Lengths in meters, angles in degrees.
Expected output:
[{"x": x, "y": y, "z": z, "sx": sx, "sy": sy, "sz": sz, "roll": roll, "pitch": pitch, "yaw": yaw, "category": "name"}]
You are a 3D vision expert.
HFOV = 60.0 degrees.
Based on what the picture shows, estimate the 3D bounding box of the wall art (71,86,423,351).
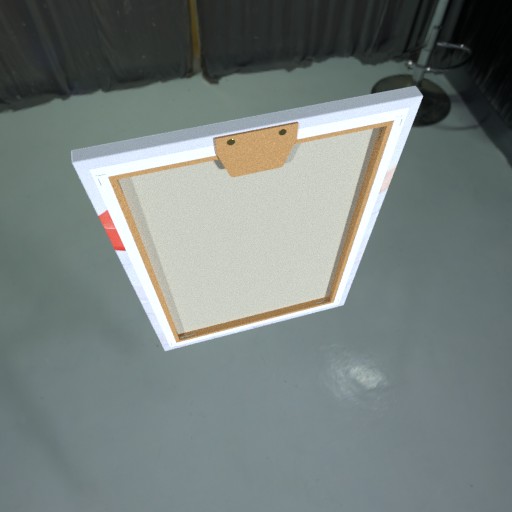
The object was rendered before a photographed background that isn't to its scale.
[{"x": 0.000, "y": 0.000, "z": 1.110, "sx": 0.613, "sy": 0.848, "sz": 0.036, "roll": -13, "pitch": 59, "yaw": -8, "category": "wall art"}]
